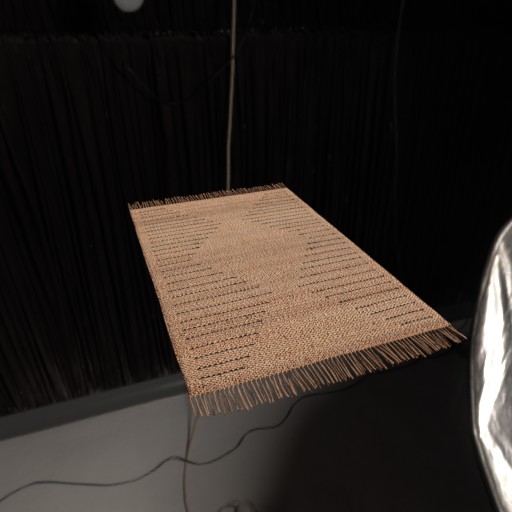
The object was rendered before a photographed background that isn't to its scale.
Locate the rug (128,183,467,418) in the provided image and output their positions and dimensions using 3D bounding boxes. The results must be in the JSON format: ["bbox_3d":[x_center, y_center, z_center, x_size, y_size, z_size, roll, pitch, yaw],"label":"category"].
[{"bbox_3d":[0.000,0.000,2.578,1.224,0.027,2.085,-11,32,-18],"label":"rug"}]
